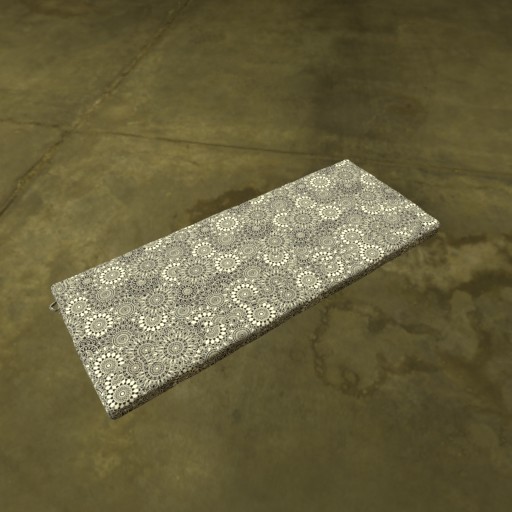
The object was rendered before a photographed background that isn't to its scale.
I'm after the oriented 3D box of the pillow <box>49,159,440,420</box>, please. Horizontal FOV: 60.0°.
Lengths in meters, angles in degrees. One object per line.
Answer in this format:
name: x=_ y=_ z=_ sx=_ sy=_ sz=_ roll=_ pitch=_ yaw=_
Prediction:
pillow: x=0.000 y=0.000 z=1.383 sx=1.187 sy=0.081 sz=0.492 roll=-26 pitch=51 yaw=-23
